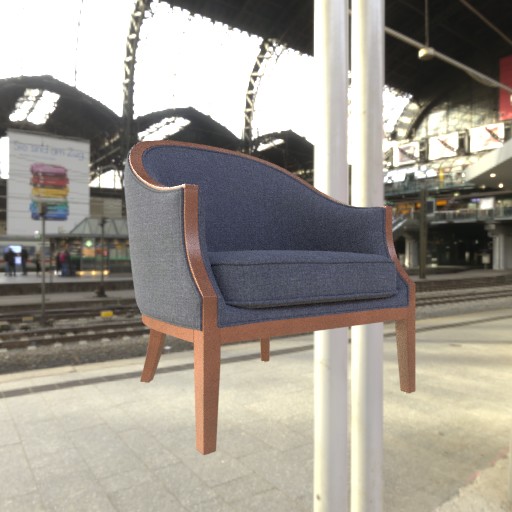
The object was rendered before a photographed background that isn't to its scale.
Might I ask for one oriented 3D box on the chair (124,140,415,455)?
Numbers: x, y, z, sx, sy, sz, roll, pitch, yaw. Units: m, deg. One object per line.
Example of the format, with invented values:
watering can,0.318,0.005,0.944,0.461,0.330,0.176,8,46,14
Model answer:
chair,0.000,0.000,1.458,0.803,0.876,0.735,0,0,-36
